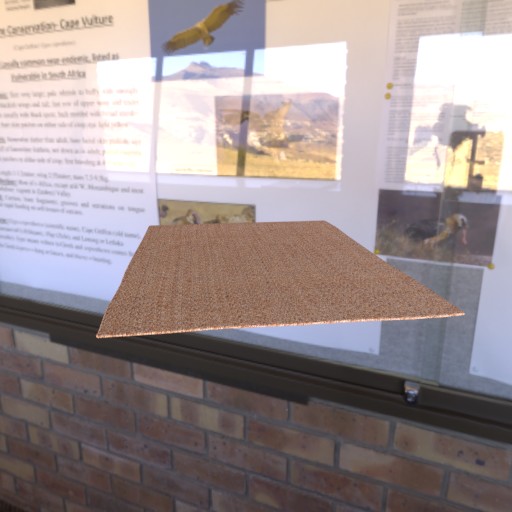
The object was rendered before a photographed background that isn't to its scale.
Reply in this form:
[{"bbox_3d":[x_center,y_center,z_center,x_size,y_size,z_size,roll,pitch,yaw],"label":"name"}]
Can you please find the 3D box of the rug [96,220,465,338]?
[{"bbox_3d":[0.000,0.000,2.808,1.566,0.013,2.141,-2,16,-8],"label":"rug"}]
